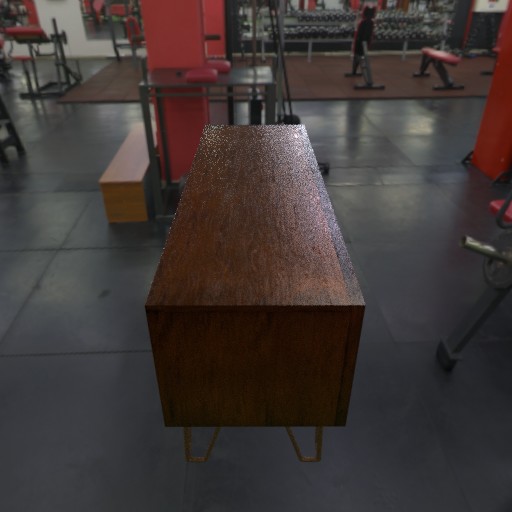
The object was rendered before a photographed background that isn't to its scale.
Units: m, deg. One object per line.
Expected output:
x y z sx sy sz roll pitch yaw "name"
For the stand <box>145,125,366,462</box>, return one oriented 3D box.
0.000 0.000 1.682 0.481 0.610 1.372 0 32 0 "stand"
